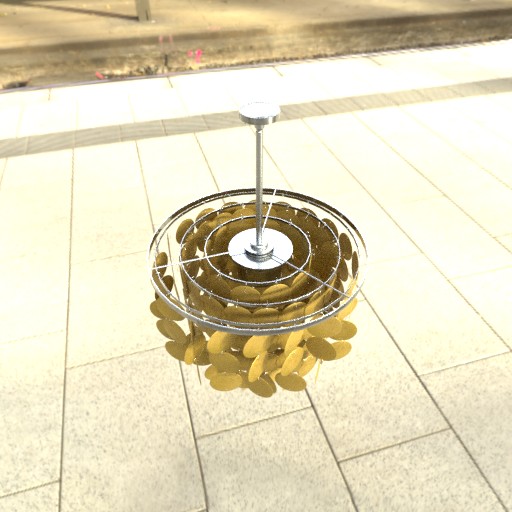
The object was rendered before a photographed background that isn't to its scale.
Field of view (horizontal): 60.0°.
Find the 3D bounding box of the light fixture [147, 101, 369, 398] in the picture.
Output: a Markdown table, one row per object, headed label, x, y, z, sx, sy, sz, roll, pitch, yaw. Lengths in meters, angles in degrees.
| label | x | y | z | sx | sy | sz | roll | pitch | yaw |
| --- | --- | --- | --- | --- | --- | --- | --- | --- | --- |
| light fixture | 0.000 | 0.000 | 0.729 | 0.368 | 0.492 | 0.368 | 0 | 41 | 0 |
